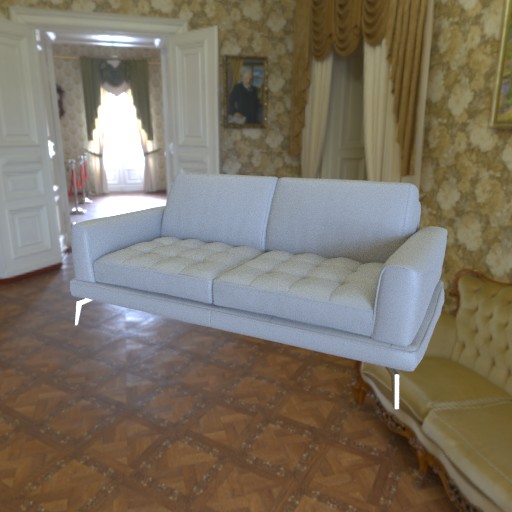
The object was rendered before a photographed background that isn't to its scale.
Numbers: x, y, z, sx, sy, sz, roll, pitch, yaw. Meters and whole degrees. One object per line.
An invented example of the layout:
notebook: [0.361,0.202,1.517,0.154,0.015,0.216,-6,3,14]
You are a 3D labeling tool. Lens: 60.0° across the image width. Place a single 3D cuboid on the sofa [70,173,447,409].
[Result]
sofa: [0.000,0.000,2.775,2.177,0.930,1.121,8,17,27]
